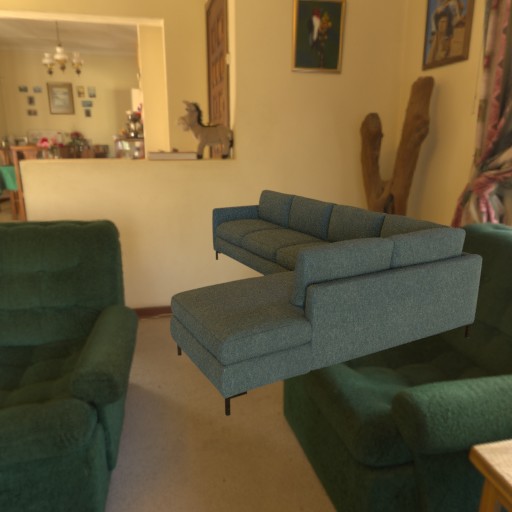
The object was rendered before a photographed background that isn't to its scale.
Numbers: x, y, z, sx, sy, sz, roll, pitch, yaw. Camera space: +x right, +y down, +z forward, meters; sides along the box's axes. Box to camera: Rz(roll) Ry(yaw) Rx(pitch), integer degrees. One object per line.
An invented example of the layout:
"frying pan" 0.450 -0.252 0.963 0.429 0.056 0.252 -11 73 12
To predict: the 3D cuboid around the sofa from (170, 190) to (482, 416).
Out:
"sofa" 0.000 0.000 3.863 2.007 0.815 2.949 -8 17 -28
